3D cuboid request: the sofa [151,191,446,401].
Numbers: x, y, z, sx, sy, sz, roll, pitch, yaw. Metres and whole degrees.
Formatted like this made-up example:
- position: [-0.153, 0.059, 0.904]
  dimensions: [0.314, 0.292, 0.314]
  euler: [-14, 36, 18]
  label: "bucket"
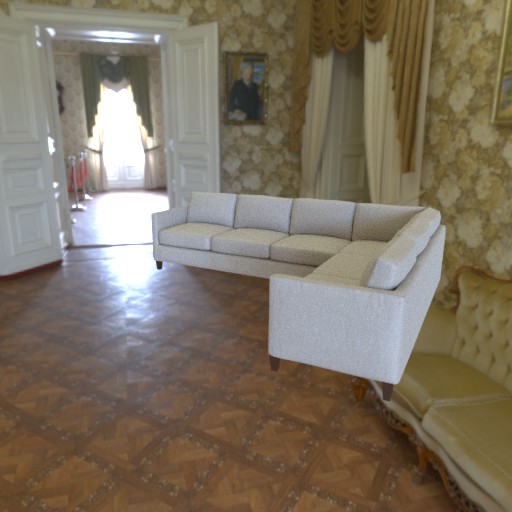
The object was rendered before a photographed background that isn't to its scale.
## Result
- position: [0.000, 0.000, 4.493]
  dimensions: [3.333, 0.934, 2.522]
  euler: [8, 17, 27]
  label: "sofa"
